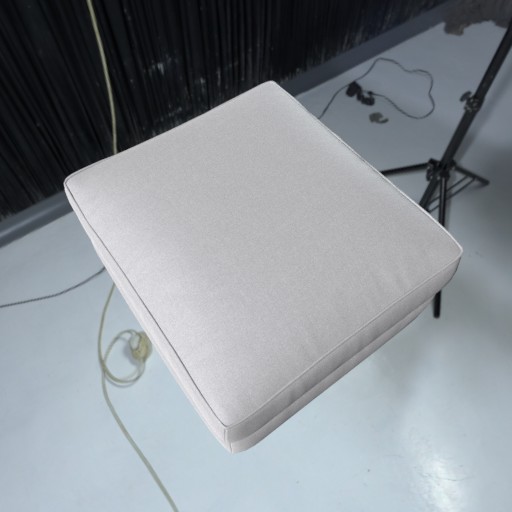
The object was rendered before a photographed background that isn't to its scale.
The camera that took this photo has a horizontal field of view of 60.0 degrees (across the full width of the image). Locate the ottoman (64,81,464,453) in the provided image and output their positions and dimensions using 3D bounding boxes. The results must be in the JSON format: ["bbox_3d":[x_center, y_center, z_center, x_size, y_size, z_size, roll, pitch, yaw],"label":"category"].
[{"bbox_3d":[0.000,0.000,1.144,0.662,0.505,0.721,-32,64,-18],"label":"ottoman"}]
